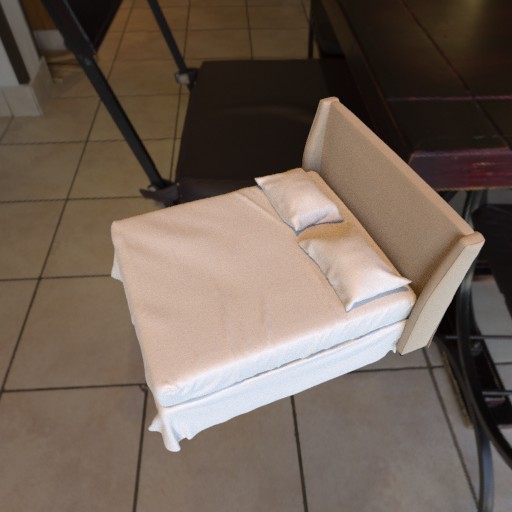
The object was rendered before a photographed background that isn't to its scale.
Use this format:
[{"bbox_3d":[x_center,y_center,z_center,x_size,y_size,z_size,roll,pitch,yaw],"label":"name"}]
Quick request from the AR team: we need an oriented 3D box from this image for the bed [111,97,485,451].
[{"bbox_3d":[0.000,0.000,3.471,2.276,1.332,1.925,-17,50,-15],"label":"bed"}]
